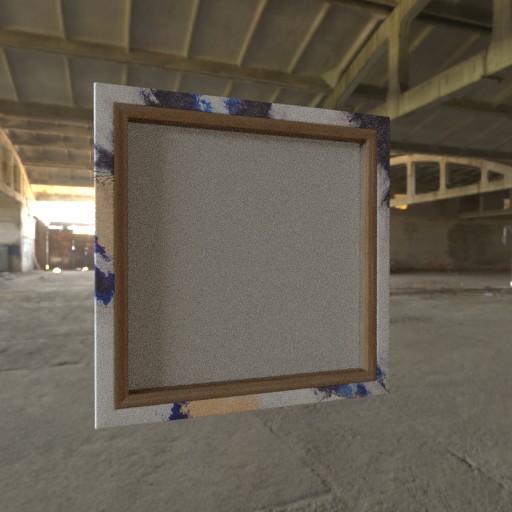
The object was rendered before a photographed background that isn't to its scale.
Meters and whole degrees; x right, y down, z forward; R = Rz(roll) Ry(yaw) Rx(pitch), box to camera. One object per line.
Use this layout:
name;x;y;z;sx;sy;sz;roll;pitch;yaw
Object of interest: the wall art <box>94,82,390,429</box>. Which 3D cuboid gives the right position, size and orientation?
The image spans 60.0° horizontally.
wall art;0.000;0.000;0.890;0.609;0.609;0.039;0;1;-19
